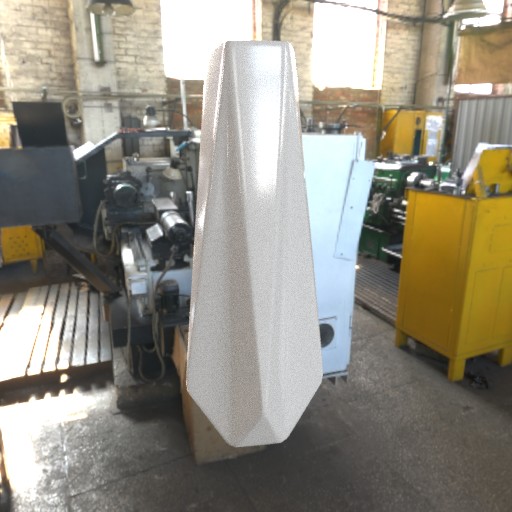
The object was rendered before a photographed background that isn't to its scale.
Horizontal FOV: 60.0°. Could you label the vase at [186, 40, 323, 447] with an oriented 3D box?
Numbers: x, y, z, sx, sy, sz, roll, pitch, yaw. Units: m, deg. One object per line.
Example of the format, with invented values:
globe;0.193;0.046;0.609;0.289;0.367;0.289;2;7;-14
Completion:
vase;0.000;0.000;0.384;0.122;0.329;0.116;8;18;26
